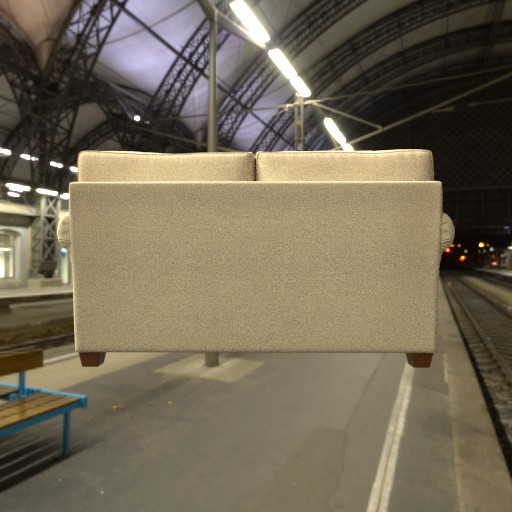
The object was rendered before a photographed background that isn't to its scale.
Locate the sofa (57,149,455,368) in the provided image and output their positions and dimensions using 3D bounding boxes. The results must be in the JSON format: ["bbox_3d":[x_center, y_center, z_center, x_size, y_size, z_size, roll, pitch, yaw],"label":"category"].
[{"bbox_3d":[0.000,0.000,2.274,1.701,0.966,0.966,0,-1,1],"label":"sofa"}]
